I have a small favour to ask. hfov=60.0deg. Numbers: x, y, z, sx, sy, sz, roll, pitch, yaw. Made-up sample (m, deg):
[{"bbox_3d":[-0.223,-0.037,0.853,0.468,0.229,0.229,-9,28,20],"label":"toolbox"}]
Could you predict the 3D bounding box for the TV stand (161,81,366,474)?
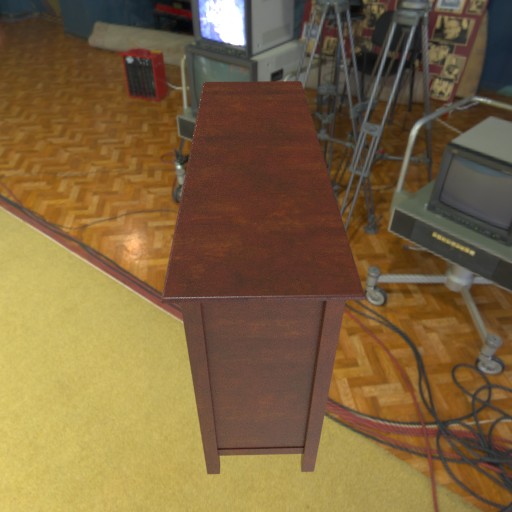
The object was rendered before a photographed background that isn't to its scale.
[{"bbox_3d":[0.000,0.000,1.774,0.445,0.915,1.372,-1,40,-1],"label":"TV stand"}]
